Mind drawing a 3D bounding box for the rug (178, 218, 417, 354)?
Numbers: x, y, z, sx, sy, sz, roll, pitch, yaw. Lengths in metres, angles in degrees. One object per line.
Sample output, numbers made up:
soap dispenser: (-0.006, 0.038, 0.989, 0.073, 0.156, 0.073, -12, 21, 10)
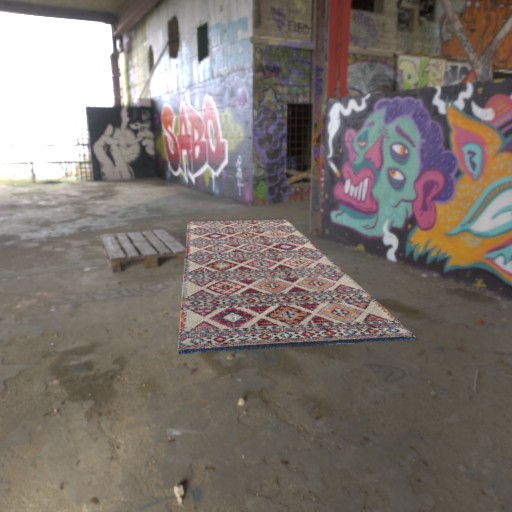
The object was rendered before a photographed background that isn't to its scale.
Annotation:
rug: (0.000, 0.000, 2.622, 0.832, 0.008, 2.362, -2, 15, -7)
